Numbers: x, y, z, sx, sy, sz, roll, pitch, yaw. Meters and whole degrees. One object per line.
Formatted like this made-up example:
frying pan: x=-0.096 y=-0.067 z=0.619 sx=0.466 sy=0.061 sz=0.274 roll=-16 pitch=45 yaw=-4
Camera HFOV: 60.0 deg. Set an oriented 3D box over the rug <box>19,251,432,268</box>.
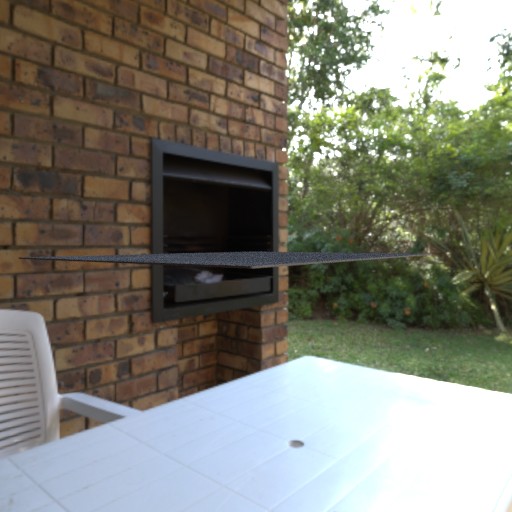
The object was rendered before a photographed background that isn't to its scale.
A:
rug: x=0.000 y=0.000 z=2.857 sx=1.600 sy=0.008 sz=2.235 roll=1 pitch=2 yaw=36
